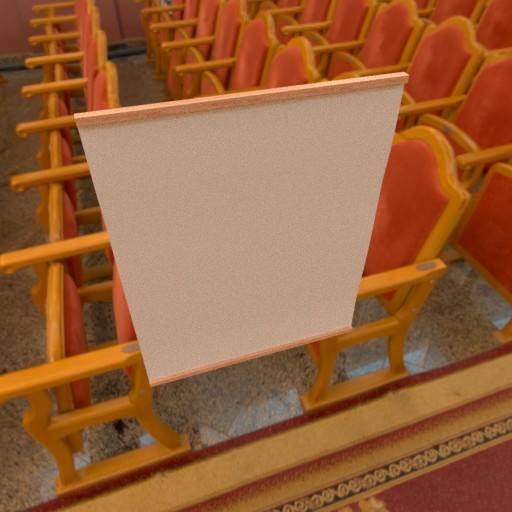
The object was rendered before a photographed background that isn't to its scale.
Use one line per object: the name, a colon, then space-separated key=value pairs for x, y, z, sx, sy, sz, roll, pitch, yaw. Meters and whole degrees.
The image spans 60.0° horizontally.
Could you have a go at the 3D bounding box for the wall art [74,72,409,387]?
wall art: x=0.000 y=0.000 z=0.686 sx=0.406 sy=0.508 sz=0.013 roll=-12 pitch=43 yaw=-14
